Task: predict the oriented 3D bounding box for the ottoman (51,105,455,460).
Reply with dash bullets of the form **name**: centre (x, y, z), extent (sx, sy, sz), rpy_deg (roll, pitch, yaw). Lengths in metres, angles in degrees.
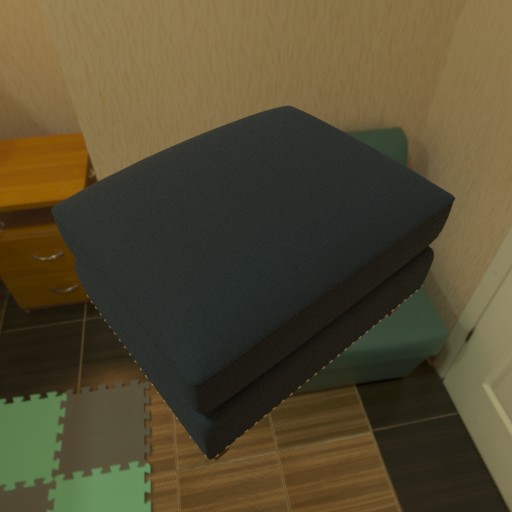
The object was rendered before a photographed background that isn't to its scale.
- **ottoman**: centre (0.000, 0.000, 1.124), extent (0.741, 0.513, 0.584), rpy_deg (-31, 54, -26)
